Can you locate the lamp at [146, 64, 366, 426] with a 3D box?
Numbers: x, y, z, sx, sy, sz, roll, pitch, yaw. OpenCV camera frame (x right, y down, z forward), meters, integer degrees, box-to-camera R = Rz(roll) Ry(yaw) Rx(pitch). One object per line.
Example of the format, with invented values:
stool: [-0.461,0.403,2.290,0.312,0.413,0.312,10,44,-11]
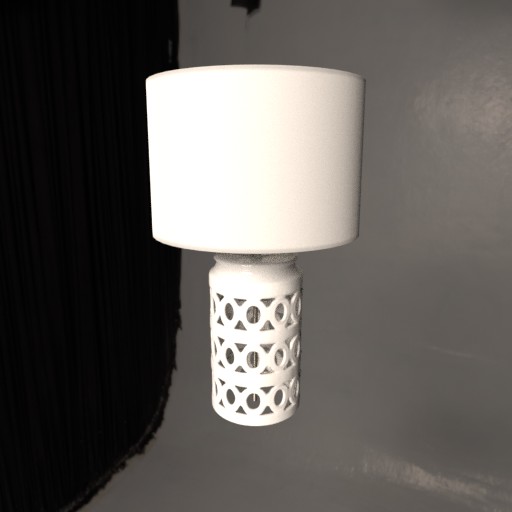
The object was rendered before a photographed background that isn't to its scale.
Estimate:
lamp: [0.000,0.000,0.691,0.310,0.502,0.310,0,13,0]
